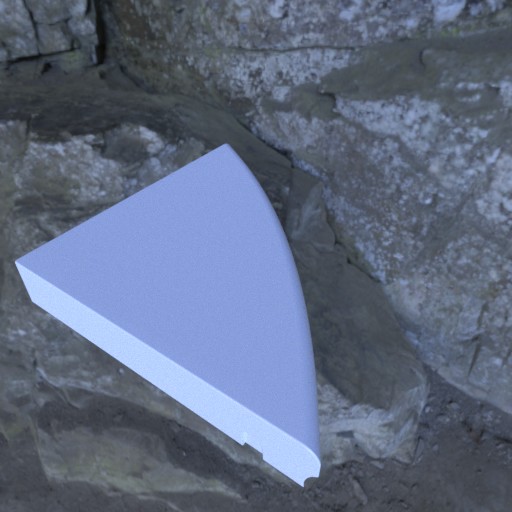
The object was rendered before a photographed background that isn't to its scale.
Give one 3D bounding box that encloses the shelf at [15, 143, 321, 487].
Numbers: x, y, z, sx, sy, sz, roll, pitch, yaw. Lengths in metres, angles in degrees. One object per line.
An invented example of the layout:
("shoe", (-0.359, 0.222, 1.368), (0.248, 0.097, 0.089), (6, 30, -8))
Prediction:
("shelf", (0.000, 0.000, 0.439), (0.310, 0.050, 0.310), (24, 45, 27))
